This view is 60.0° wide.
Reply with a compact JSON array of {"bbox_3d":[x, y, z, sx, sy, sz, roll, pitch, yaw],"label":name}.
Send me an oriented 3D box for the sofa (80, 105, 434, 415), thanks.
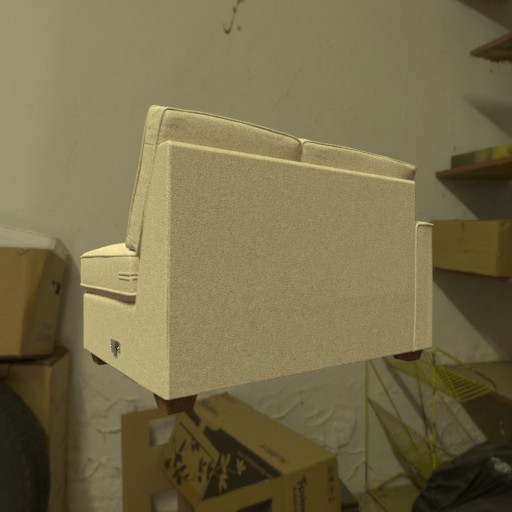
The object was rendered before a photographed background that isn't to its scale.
[{"bbox_3d":[0.000,0.000,2.088,1.388,0.989,0.991,0,0,-36],"label":"sofa"}]
